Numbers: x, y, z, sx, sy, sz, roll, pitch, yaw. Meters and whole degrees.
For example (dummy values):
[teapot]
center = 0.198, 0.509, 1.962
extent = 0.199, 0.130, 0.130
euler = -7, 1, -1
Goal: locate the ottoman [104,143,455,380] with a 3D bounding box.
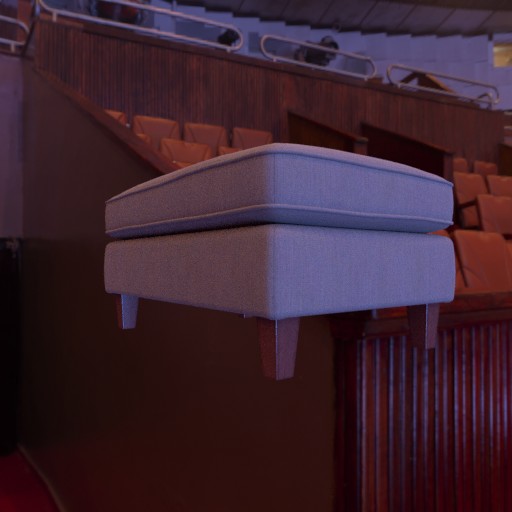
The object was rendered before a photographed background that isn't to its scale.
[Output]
[ottoman]
center = 0.000, 0.000, 1.326
extent = 0.636, 0.480, 0.941
euler = 1, -1, -37
